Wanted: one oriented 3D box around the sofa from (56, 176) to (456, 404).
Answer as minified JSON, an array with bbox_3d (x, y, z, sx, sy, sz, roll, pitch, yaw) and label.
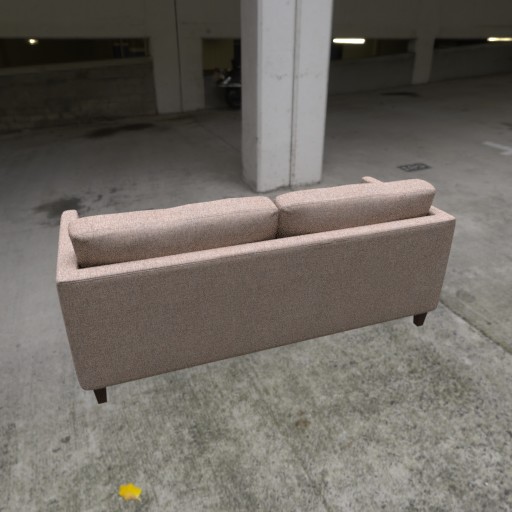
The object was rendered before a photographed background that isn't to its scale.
[{"bbox_3d":[0.000,0.000,2.765,2.208,0.965,0.951,-9,28,-18],"label":"sofa"}]
